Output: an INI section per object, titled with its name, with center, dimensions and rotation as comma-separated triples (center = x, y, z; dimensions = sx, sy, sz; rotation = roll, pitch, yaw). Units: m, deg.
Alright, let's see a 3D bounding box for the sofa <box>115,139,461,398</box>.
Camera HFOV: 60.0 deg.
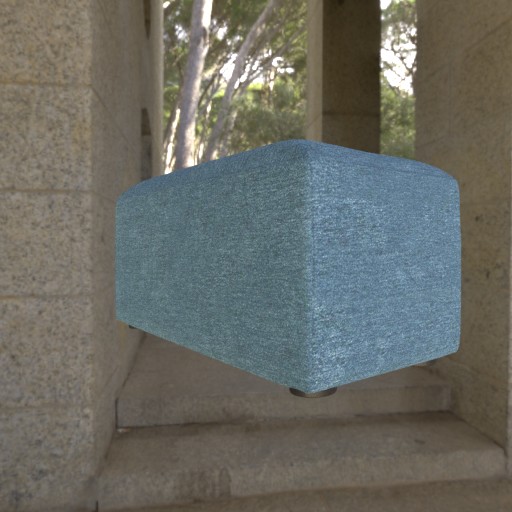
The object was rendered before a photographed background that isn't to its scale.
[sofa]
center = 0.000, 0.000, 1.219
dimensions = 0.480, 0.470, 0.930
rotation = -1, 2, -37
